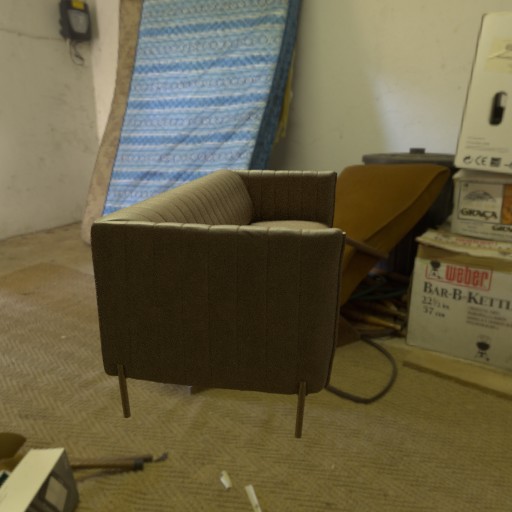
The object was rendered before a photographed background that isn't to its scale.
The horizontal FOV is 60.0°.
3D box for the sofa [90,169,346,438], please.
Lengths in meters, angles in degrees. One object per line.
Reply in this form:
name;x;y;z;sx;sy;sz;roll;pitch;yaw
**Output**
sofa;0.000;0.000;2.449;0.876;0.779;1.980;3;17;9
